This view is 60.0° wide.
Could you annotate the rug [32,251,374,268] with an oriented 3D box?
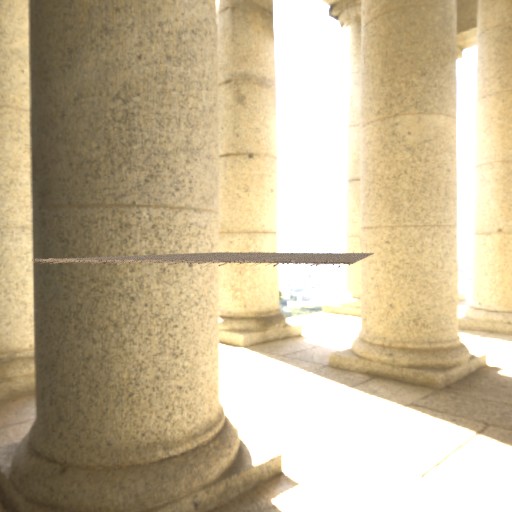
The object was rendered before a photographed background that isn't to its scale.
[{"bbox_3d":[0.000,0.000,3.118,1.528,0.034,2.523,0,1,17],"label":"rug"}]
